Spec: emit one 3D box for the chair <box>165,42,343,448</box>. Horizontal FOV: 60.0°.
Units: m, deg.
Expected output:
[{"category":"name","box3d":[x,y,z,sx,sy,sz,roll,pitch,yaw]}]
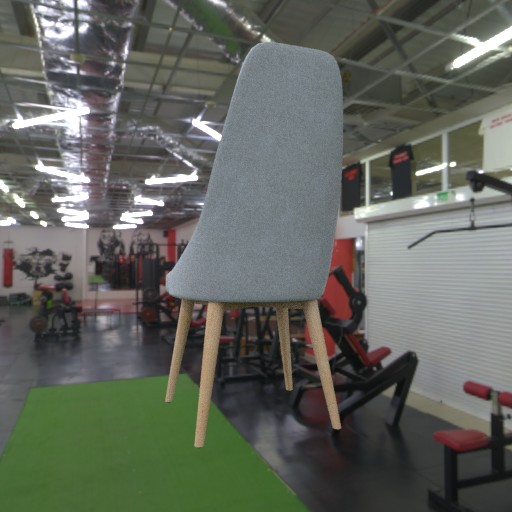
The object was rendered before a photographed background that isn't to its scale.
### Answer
[{"category":"chair","box3d":[0.000,0.000,1.401,0.510,1.040,0.660,0,-1,-19]}]
